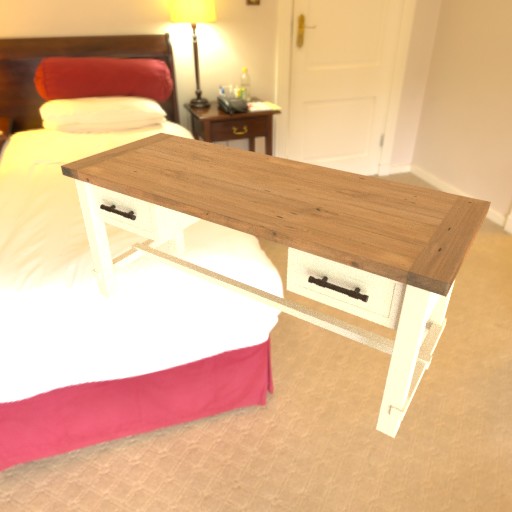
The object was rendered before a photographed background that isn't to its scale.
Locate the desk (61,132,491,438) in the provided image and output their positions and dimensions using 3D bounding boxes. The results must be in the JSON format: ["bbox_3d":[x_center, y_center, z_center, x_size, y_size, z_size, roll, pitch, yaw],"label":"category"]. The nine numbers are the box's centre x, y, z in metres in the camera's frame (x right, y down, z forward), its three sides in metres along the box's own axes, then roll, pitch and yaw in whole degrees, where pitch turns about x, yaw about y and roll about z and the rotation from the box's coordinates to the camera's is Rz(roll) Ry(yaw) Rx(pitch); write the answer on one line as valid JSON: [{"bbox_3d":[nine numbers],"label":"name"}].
[{"bbox_3d":[0.000,0.000,2.155,1.803,0.762,0.688,19,36,28],"label":"desk"}]
